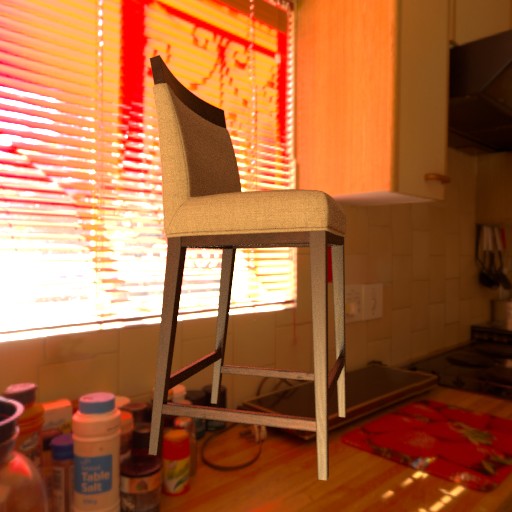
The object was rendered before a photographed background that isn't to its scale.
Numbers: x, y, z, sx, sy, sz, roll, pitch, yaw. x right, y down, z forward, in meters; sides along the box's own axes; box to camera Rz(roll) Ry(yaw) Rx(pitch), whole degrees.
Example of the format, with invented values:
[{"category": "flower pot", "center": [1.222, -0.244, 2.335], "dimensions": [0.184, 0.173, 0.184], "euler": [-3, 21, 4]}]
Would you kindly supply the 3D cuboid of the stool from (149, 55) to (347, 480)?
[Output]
[{"category": "stool", "center": [0.000, 0.000, 1.273], "dimensions": [0.480, 1.011, 0.463], "euler": [0, 0, 17]}]
